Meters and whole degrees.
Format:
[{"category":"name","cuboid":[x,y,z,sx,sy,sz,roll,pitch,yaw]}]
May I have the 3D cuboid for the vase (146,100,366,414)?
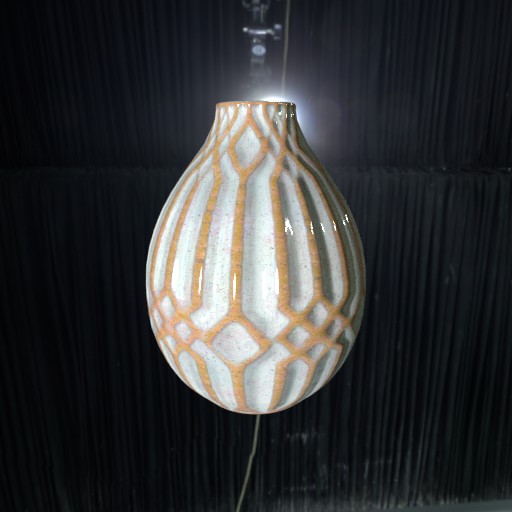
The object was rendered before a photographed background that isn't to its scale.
[{"category":"vase","cuboid":[0.000,0.000,0.268,0.131,0.175,0.131,0,15,0]}]
